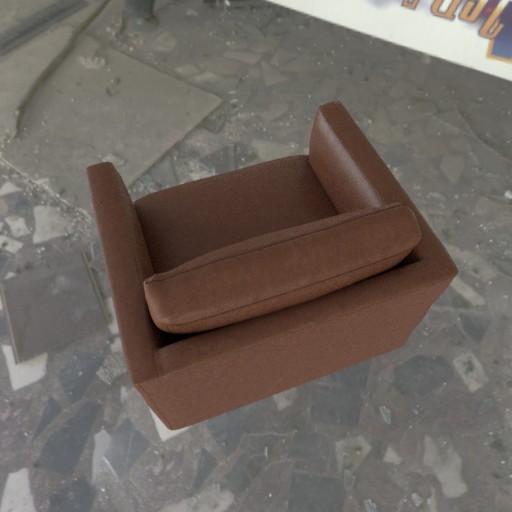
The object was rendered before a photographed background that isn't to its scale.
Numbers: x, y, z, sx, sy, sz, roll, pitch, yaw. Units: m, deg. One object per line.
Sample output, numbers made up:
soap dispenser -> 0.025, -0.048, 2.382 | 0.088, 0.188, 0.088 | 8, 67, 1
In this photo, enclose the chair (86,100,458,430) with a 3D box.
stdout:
chair -> 0.000, 0.000, 1.819 | 1.107, 0.917, 0.959 | -17, 59, -11
